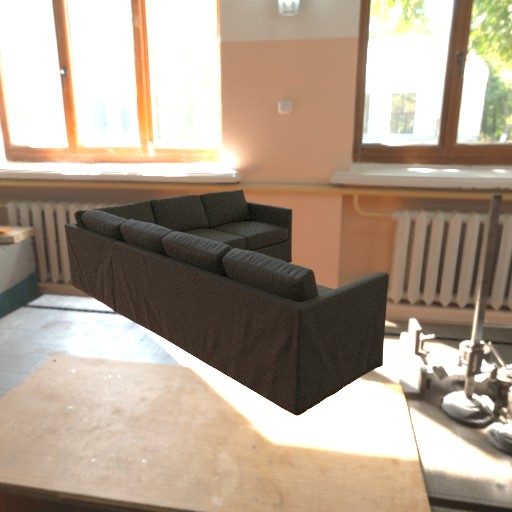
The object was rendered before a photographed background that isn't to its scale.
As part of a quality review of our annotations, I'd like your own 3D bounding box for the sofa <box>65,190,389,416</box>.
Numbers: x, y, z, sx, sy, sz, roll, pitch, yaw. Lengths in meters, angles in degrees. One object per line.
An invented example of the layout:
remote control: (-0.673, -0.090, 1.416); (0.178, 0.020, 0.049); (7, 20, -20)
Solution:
sofa: (0.000, 0.000, 4.319); (2.432, 0.871, 3.182); (-15, 21, -42)
